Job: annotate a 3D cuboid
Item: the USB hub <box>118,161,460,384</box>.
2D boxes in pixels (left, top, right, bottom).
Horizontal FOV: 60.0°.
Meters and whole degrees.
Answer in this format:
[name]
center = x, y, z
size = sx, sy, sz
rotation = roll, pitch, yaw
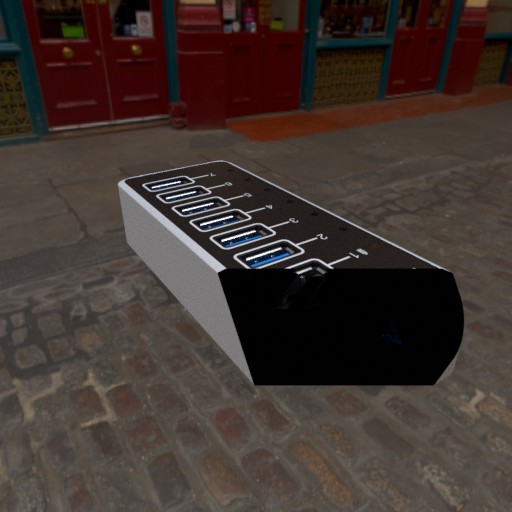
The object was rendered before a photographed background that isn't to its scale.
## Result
[USB hub]
center = 0.000, 0.000, 0.128
size = 0.044, 0.023, 0.110
rotation = -18, 34, -29
